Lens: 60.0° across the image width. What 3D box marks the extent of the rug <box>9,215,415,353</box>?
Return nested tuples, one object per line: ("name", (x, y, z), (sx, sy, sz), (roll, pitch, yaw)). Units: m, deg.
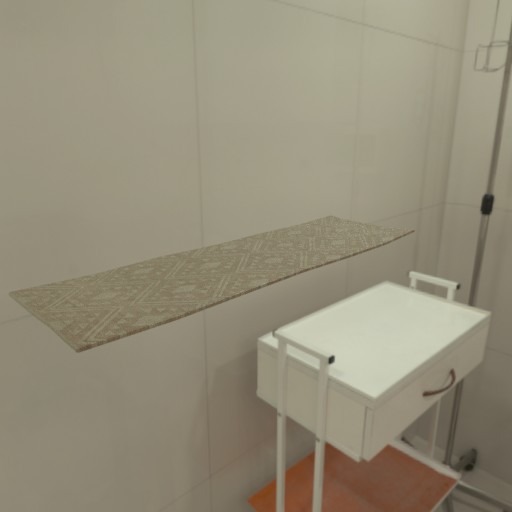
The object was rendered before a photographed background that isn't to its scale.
("rug", (0.000, 0.000, 2.597), (2.452, 0.051, 0.752), (-16, 23, -42))
